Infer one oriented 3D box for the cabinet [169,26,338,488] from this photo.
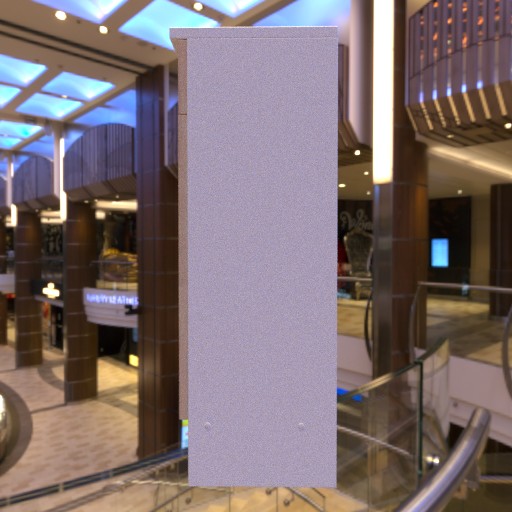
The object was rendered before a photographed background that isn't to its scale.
[{"bbox_3d":[0.000,0.000,1.083,0.296,0.815,0.600,0,1,1],"label":"cabinet"}]
